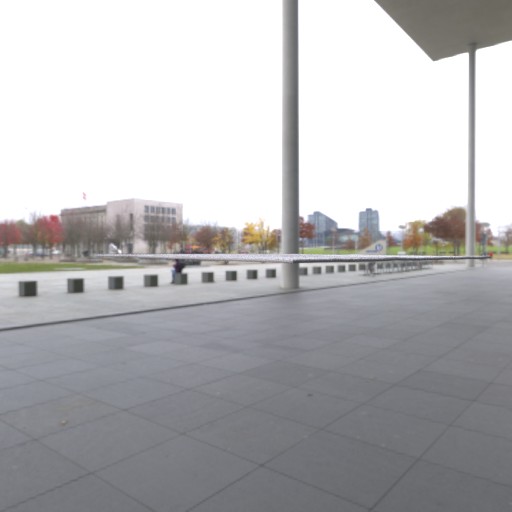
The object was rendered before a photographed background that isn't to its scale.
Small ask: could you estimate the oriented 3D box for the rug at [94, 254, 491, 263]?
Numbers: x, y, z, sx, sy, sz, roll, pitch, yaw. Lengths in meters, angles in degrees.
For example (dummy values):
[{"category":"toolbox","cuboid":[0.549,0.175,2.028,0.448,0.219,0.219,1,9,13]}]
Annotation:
[{"category":"rug","cuboid":[0.000,0.000,1.067,0.515,0.007,0.867,-1,1,-36]}]
